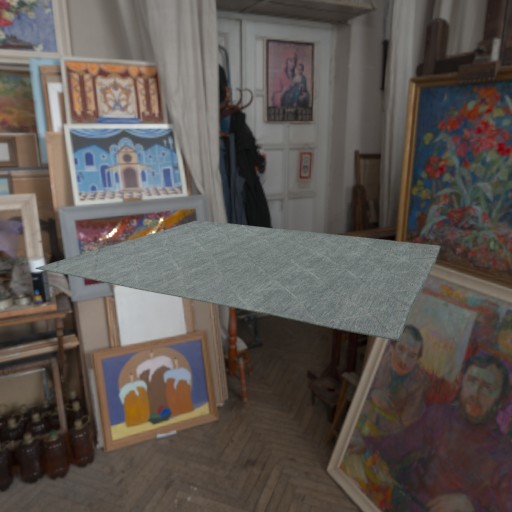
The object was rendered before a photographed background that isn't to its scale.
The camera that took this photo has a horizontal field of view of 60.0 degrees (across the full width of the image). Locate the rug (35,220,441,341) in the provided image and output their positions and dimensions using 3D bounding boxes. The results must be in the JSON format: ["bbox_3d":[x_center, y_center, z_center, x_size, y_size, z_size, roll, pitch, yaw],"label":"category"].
[{"bbox_3d":[0.000,0.000,4.171,3.048,0.013,2.438,8,17,26],"label":"rug"}]
